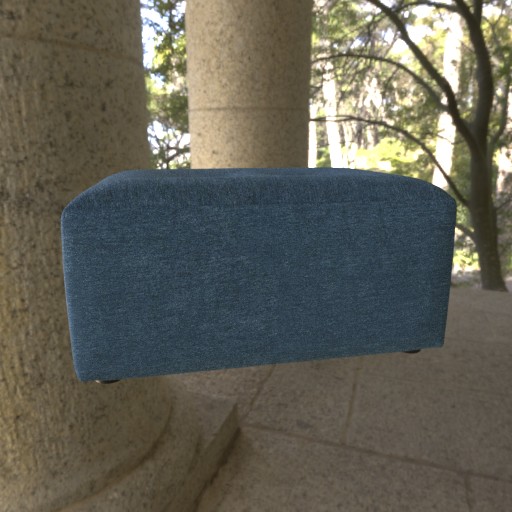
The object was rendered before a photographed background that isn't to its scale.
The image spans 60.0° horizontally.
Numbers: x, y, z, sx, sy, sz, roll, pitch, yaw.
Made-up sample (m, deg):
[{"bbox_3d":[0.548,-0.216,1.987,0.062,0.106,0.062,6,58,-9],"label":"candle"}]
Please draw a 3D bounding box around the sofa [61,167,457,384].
[{"bbox_3d":[0.000,0.000,1.249,0.930,0.470,0.480,-3,15,-11],"label":"sofa"}]
